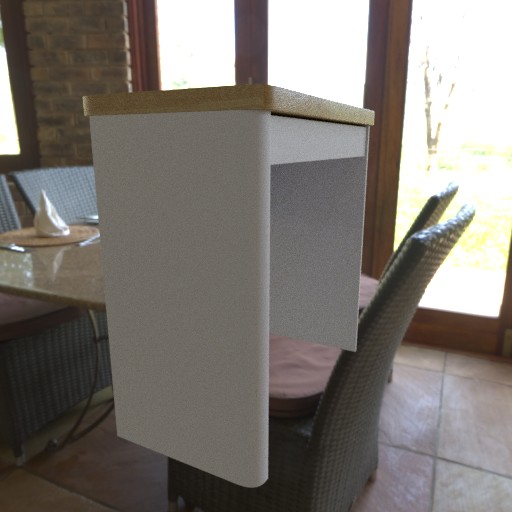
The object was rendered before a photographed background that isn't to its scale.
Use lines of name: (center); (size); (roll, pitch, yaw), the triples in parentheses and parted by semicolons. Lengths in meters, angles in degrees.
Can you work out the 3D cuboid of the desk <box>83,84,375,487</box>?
desk: (0.000, 0.000, 1.227); (0.440, 0.790, 0.760); (7, 16, 27)
